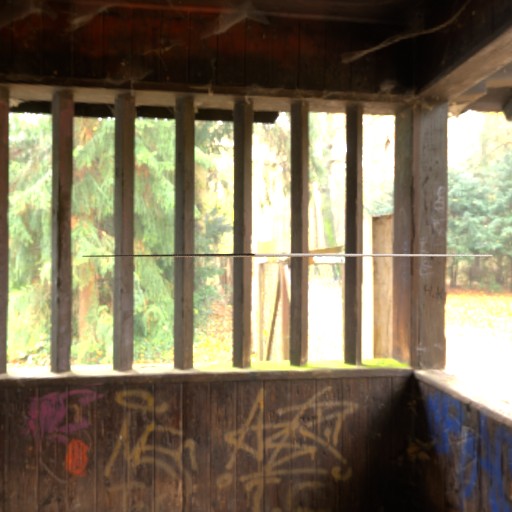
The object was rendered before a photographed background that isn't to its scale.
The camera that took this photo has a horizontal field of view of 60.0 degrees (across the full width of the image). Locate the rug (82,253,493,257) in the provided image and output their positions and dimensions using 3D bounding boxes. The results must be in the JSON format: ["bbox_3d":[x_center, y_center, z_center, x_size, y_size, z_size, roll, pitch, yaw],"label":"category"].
[{"bbox_3d":[0.000,0.000,4.261,2.393,0.013,3.307,0,0,-36],"label":"rug"}]
